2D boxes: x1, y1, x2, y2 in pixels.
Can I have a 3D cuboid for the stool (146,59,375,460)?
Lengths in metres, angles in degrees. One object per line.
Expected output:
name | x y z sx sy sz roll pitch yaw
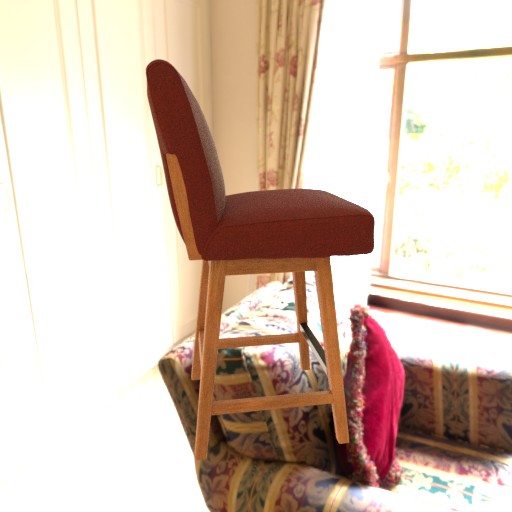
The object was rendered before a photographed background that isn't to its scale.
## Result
stool | 0.000 0.000 1.329 0.562 1.038 0.468 -3 16 -9
